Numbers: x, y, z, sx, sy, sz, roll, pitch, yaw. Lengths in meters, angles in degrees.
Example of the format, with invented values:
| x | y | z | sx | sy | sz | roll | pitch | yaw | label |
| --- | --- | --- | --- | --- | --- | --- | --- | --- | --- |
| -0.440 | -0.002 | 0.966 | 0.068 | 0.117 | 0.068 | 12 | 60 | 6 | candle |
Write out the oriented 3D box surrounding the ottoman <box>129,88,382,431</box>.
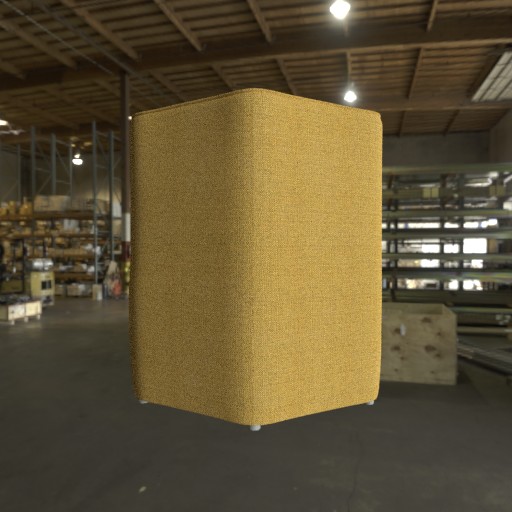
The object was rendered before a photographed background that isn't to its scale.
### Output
| x | y | z | sx | sy | sz | roll | pitch | yaw | label |
| --- | --- | --- | --- | --- | --- | --- | --- | --- | --- |
| 0.000 | 0.000 | 0.874 | 0.443 | 0.502 | 0.494 | 0 | 1 | 1 | ottoman |
